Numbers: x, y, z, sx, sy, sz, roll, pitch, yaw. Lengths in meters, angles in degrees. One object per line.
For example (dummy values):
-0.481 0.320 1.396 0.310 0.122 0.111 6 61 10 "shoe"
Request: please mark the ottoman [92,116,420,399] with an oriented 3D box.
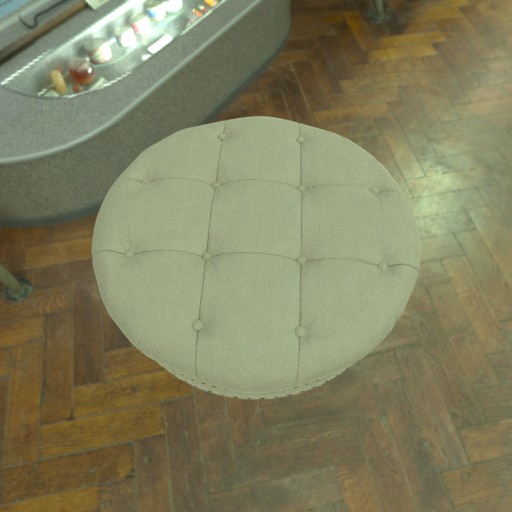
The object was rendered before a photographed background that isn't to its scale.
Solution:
0.000 0.000 1.365 0.901 0.439 0.901 0 59 0 "ottoman"
